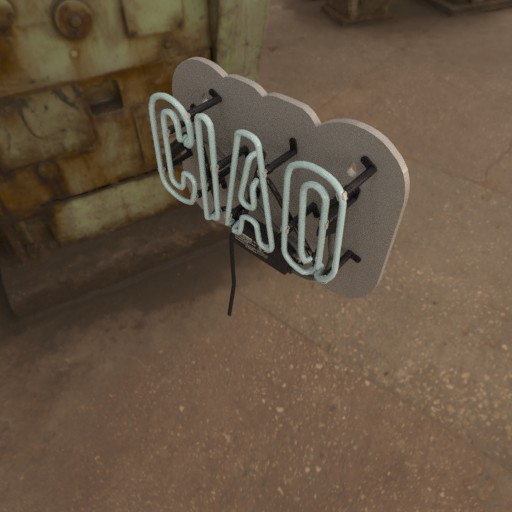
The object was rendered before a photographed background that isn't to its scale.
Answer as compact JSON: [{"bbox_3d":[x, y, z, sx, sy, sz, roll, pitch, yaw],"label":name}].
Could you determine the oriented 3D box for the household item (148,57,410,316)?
[{"bbox_3d":[0.000,0.000,0.390,0.211,0.294,0.042,33,55,27],"label":"household item"}]
